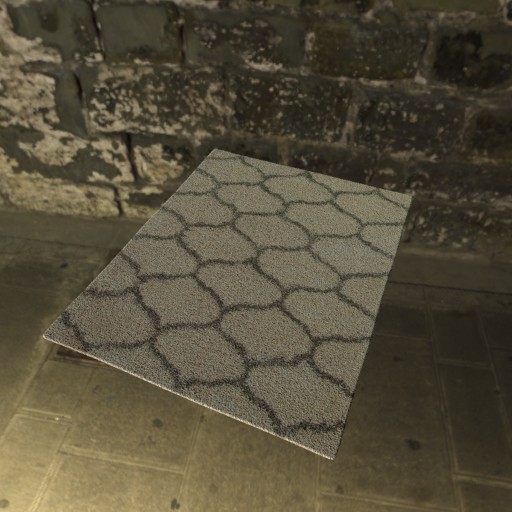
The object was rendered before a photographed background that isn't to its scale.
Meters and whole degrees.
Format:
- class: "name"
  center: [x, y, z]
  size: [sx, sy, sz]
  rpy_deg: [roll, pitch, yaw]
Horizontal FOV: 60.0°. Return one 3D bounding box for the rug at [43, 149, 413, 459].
- class: "rug"
  center: [0.000, 0.000, 4.134]
  size: [2.399, 0.026, 3.000]
  rpy_deg: [17, 48, 16]
